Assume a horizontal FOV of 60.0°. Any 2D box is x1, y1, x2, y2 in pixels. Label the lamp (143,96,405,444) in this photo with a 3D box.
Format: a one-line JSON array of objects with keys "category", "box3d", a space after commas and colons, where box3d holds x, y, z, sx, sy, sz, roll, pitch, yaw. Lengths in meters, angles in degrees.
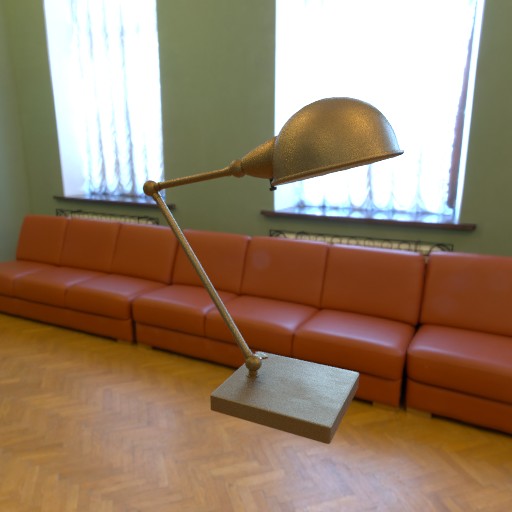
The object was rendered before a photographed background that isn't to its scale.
[{"category": "lamp", "box3d": [0.000, 0.000, 0.558, 0.339, 0.371, 0.149, 6, 15, 25]}]
